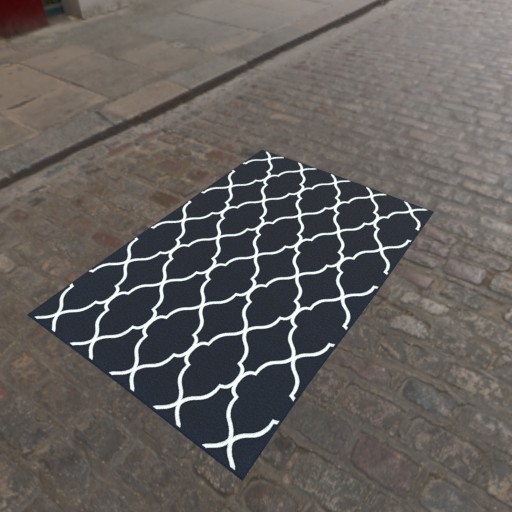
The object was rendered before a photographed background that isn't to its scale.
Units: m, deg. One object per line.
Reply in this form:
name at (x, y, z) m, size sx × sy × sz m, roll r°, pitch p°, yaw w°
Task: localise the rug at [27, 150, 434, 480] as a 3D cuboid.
rug at (0.000, 0.000, 2.843) m, size 1.528 × 0.014 × 2.294 m, roll 26°, pitch 48°, yaw 26°
